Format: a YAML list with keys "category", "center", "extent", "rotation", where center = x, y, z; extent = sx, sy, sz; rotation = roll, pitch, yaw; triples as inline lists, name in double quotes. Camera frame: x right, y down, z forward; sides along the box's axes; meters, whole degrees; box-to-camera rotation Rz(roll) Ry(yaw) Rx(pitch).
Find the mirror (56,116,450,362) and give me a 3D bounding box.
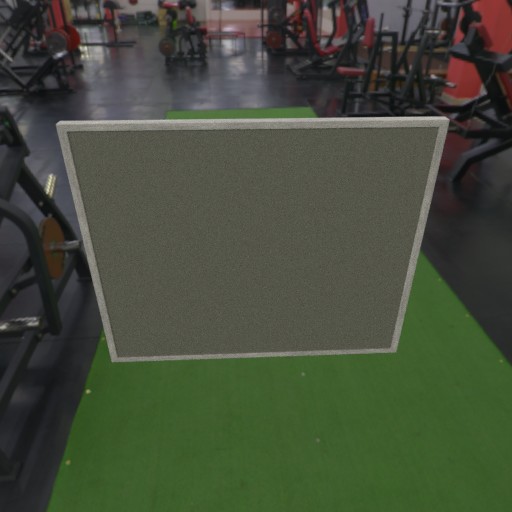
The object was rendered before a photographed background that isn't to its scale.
- category: "mirror"
  center: [0.000, 0.000, 1.133]
  extent: [0.839, 0.689, 0.028]
  rotation: [-2, 32, -2]
